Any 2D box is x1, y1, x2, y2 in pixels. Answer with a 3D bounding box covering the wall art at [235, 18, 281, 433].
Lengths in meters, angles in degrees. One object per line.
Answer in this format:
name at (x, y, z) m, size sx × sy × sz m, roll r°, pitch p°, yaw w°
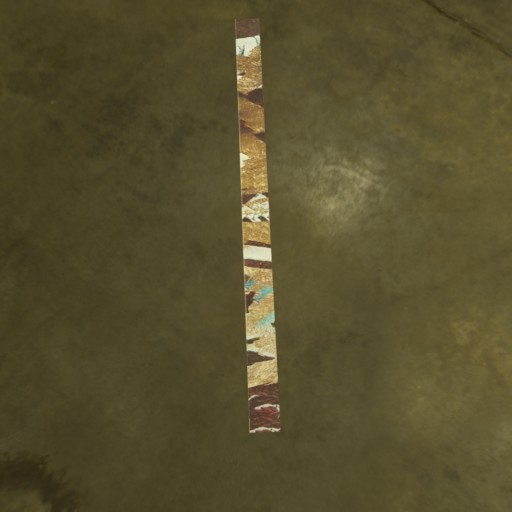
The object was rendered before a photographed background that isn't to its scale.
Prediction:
wall art at (0.000, 0.000, 0.914) m, size 0.041 × 0.613 × 0.609 m, roll -2°, pitch 75°, yaw -1°
